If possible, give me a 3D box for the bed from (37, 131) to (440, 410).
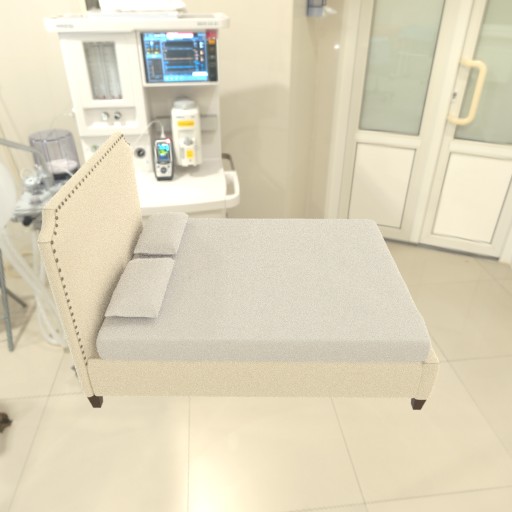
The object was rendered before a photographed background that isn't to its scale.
[{"bbox_3d":[0.000,0.000,3.377,2.372,1.497,1.712,0,32,0],"label":"bed"}]
